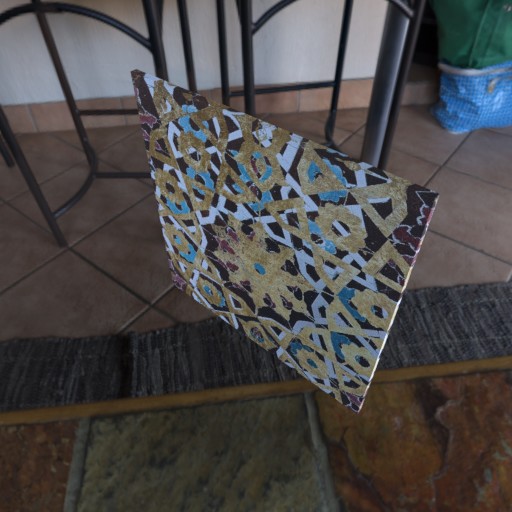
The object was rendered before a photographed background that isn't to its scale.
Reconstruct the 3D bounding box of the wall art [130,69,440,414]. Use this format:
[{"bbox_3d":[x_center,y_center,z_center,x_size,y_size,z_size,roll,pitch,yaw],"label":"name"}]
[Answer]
[{"bbox_3d":[0.000,0.000,0.613,0.404,0.406,0.010,31,53,27],"label":"wall art"}]
